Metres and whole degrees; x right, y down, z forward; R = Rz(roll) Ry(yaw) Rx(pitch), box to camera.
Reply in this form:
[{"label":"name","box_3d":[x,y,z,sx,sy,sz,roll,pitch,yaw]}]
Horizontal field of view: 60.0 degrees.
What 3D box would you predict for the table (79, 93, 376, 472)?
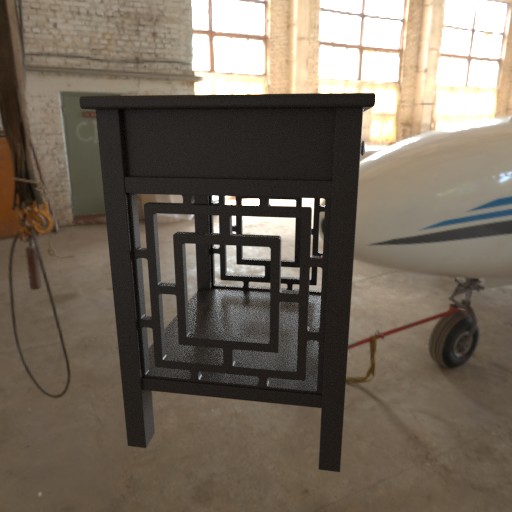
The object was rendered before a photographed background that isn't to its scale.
[{"label":"table","box_3d":[0.000,0.000,0.995,0.451,0.646,0.564,3,16,9]}]
